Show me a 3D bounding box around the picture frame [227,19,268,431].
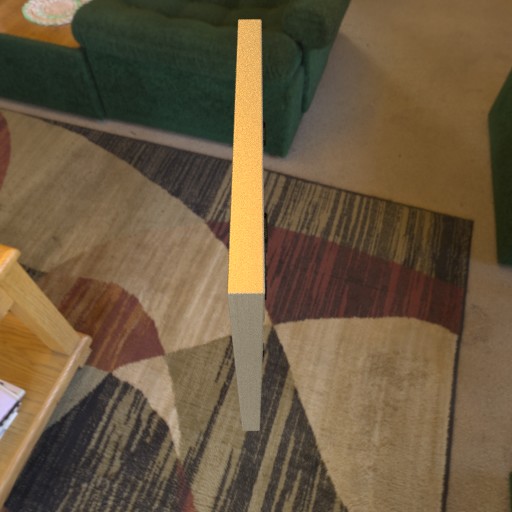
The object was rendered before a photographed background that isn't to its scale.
[{"bbox_3d":[0.000,0.000,0.516,0.036,0.386,0.307,0,57,0],"label":"picture frame"}]
